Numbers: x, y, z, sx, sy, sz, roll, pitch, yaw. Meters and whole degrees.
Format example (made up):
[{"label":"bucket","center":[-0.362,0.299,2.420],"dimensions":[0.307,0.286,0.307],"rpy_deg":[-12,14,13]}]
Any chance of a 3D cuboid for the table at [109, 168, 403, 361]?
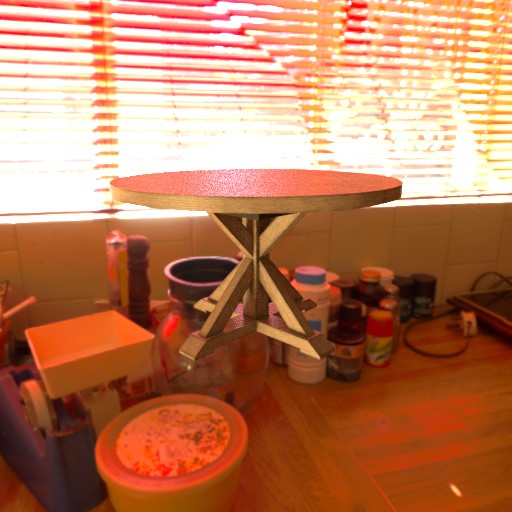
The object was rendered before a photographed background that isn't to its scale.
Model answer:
[{"label":"table","center":[0.000,0.000,2.253],"dimensions":[1.363,0.781,1.363],"rpy_deg":[0,15,0]}]
